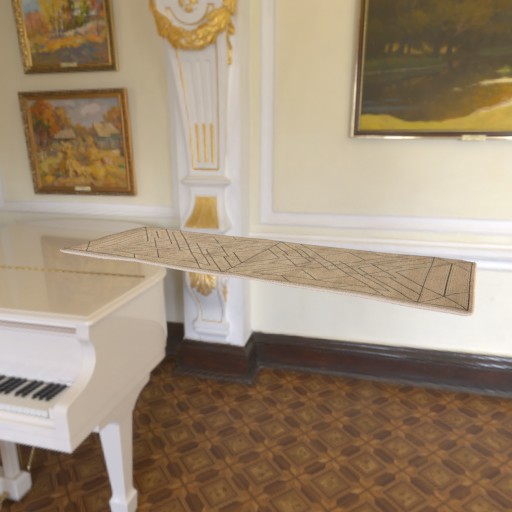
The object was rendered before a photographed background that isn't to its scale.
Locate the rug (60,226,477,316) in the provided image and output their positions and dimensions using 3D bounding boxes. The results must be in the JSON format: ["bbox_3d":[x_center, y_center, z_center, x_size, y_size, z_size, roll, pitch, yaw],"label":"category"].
[{"bbox_3d":[0.000,0.000,2.658,2.381,0.036,0.831,7,17,25],"label":"rug"}]
